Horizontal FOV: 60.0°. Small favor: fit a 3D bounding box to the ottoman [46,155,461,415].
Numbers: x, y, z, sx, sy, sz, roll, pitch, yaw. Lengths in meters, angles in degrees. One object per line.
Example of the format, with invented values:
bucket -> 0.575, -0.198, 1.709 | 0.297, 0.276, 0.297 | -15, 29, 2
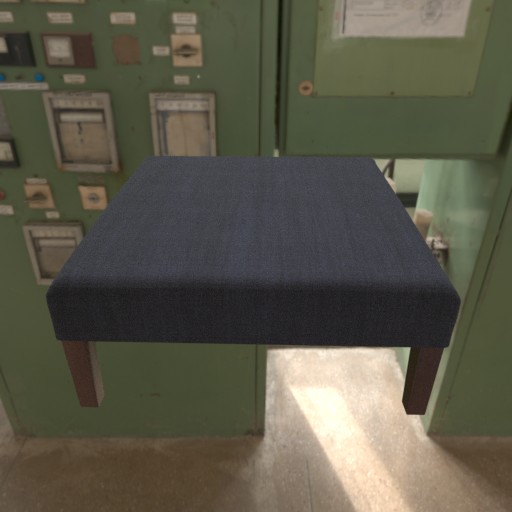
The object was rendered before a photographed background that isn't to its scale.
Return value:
ottoman -> 0.000, 0.000, 1.389 | 0.889, 0.411, 0.890 | 1, 30, 1
